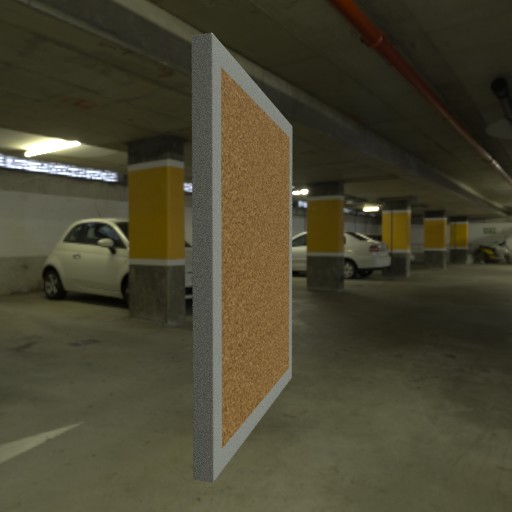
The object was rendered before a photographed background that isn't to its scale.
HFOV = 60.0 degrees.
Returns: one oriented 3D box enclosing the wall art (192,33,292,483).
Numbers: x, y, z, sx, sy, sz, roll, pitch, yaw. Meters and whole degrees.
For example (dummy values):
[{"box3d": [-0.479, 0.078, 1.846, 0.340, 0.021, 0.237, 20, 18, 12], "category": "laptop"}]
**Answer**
[{"box3d": [0.000, 0.000, 0.766, 0.028, 0.556, 0.454, 1, 2, 17], "category": "wall art"}]
